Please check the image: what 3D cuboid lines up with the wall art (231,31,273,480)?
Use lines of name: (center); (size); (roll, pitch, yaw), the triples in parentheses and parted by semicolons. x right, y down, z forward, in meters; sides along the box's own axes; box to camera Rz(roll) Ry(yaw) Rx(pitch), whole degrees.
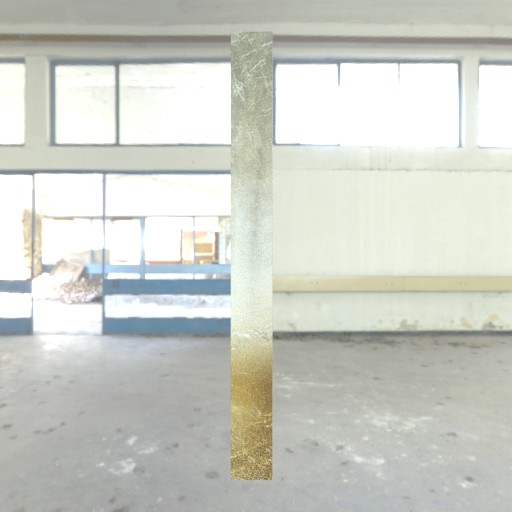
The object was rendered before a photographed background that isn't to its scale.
wall art: (0.000, 0.000, 0.605); (0.038, 0.407, 0.405); (0, 0, 1)
